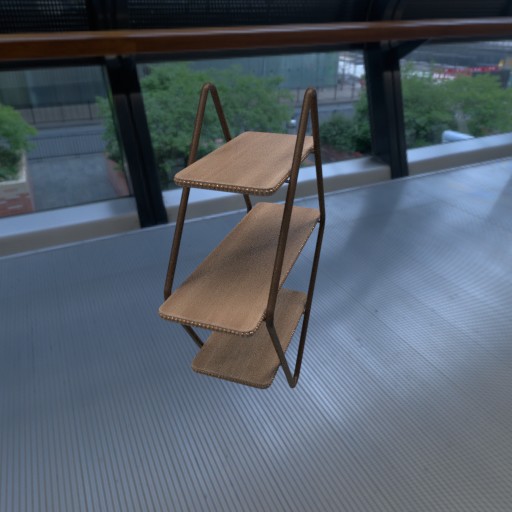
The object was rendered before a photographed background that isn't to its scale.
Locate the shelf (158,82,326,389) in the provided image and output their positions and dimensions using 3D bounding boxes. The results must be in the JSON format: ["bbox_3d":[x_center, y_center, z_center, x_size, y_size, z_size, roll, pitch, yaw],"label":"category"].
[{"bbox_3d":[0.000,0.000,1.066,0.234,0.774,0.609,9,30,17],"label":"shelf"}]
